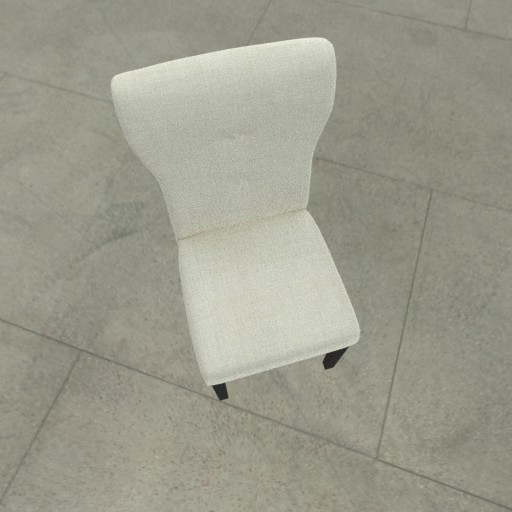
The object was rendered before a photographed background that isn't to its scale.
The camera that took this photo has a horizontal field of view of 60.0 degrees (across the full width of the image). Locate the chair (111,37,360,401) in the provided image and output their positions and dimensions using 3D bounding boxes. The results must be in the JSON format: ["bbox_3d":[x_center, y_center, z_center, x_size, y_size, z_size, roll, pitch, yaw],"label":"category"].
[{"bbox_3d":[0.000,0.000,1.265,0.509,0.921,0.597,-14,63,-7],"label":"chair"}]
